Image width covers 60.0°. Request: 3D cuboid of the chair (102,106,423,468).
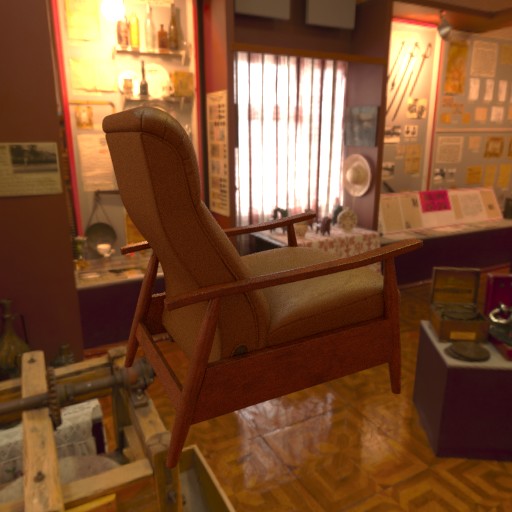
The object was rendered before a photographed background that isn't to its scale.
[{"bbox_3d":[0.000,0.000,1.766,1.014,1.082,0.762,-7,17,-25],"label":"chair"}]
